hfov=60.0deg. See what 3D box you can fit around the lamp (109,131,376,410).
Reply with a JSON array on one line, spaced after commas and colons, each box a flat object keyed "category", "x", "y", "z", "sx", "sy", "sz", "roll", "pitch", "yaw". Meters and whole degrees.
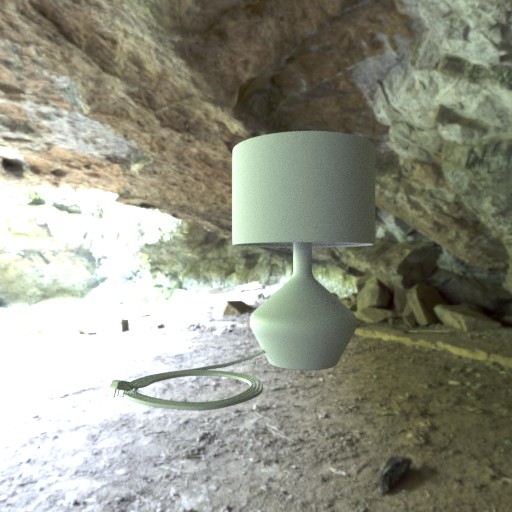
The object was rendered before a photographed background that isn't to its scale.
[{"category": "lamp", "x": 0.000, "y": 0.000, "z": 0.879, "sx": 0.546, "sy": 0.457, "sz": 0.401, "roll": 0, "pitch": -1, "yaw": -17}]
